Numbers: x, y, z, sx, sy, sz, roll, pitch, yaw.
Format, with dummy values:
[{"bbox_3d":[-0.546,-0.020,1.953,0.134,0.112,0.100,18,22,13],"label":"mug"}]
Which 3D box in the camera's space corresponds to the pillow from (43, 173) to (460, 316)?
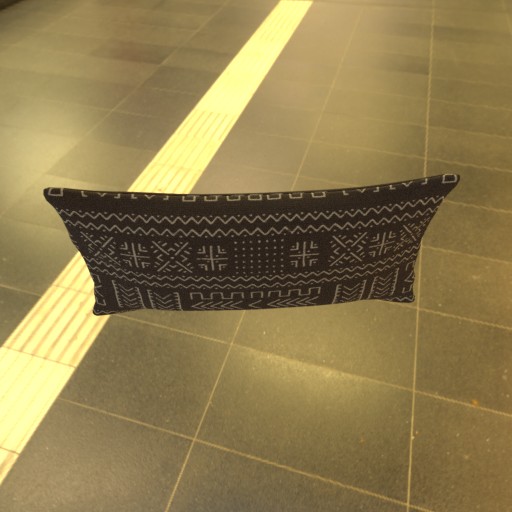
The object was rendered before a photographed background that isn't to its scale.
[{"bbox_3d":[0.000,0.000,0.801,0.667,0.322,0.135,-2,46,-2],"label":"pillow"}]
